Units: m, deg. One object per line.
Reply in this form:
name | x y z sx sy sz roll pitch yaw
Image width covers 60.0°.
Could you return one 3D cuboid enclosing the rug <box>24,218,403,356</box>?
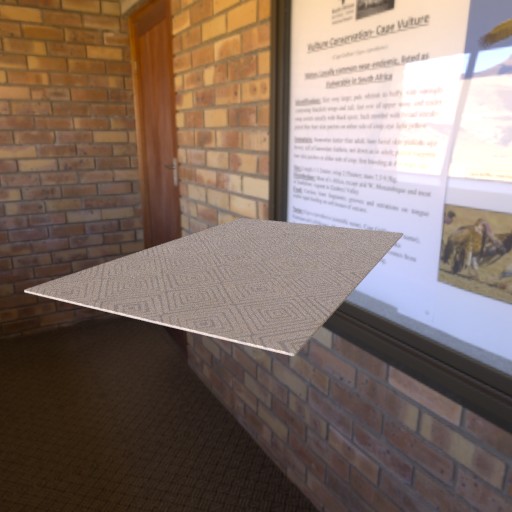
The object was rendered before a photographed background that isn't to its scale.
rug | 0.000 0.000 2.233 1.143 0.008 1.753 8 17 26
